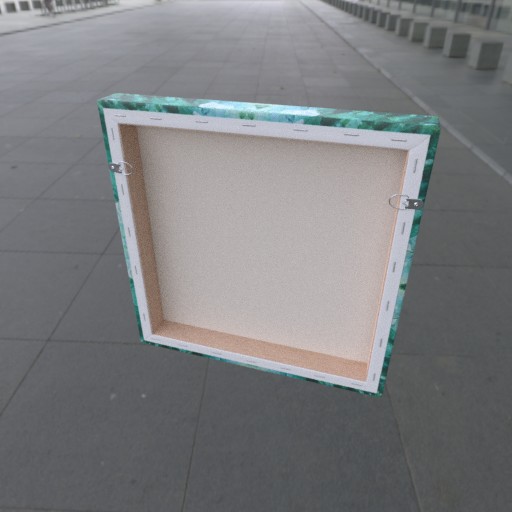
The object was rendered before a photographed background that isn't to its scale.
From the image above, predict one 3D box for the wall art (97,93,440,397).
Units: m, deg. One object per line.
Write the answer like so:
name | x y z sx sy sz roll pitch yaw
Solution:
wall art | 0.000 0.000 0.480 0.313 0.313 0.033 9 33 15
